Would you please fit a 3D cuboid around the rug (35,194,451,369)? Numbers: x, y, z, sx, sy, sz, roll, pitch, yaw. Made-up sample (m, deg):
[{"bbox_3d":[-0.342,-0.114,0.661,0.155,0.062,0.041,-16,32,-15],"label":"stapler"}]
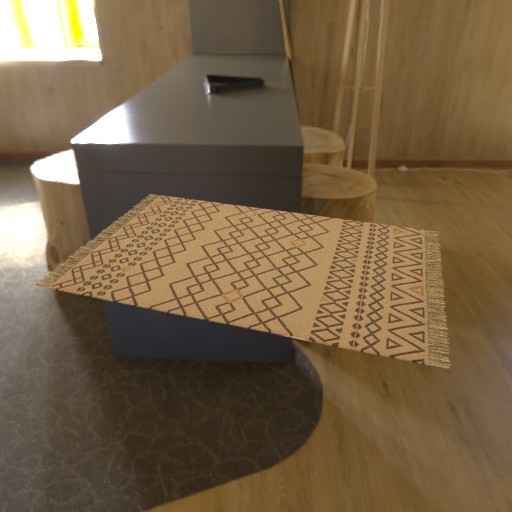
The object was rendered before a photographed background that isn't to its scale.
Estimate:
[{"bbox_3d":[0.000,0.000,2.518,2.023,0.028,1.224,9,32,15],"label":"rug"}]
